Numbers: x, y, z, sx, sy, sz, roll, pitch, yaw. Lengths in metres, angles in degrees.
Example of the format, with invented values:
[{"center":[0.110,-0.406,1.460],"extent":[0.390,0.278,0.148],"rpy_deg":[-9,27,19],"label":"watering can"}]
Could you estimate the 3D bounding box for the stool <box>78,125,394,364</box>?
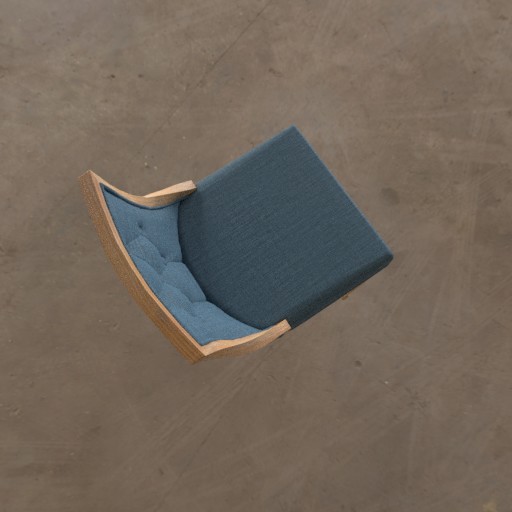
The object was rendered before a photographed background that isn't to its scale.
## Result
[{"center":[0.000,0.000,1.407],"extent":[0.626,1.101,0.524],"rpy_deg":[-33,78,-8],"label":"stool"}]
